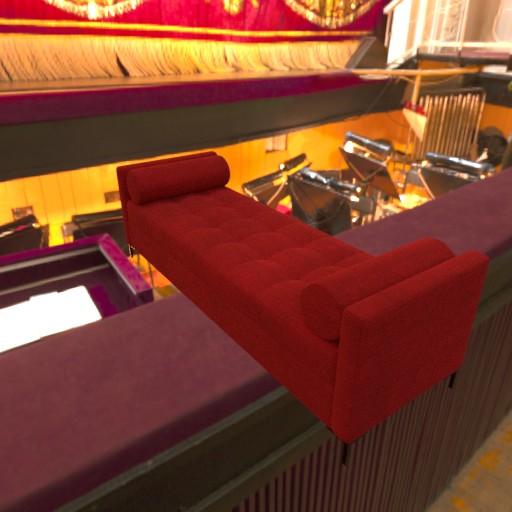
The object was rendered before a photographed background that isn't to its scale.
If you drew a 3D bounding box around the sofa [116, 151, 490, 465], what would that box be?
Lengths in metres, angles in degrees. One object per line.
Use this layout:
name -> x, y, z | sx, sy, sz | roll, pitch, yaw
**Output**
sofa -> 0.000, 0.000, 2.277 | 0.686, 0.635, 1.981 | -18, 32, -31
